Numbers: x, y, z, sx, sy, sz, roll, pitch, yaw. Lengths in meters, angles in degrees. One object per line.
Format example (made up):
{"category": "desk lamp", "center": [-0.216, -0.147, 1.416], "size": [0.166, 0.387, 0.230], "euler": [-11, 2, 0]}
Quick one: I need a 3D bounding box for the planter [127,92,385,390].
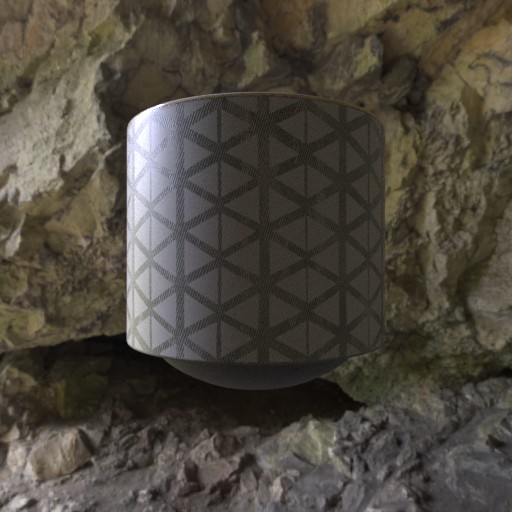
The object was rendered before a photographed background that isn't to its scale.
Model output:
{"category": "planter", "center": [0.000, 0.000, 0.340], "size": [0.190, 0.181, 0.190], "euler": [0, 0, 0]}
